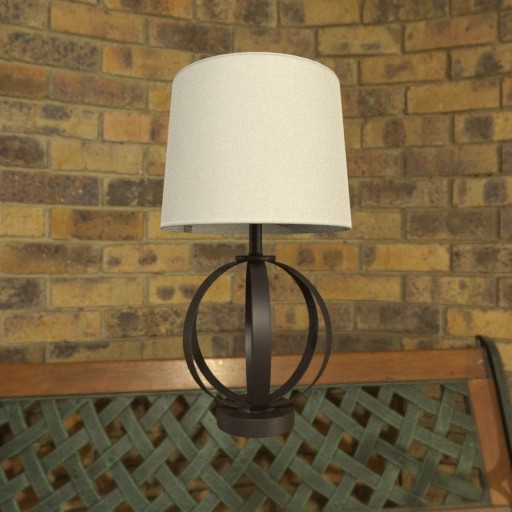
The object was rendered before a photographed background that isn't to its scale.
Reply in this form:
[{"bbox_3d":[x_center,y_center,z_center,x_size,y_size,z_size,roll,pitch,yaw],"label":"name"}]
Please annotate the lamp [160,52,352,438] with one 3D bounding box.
[{"bbox_3d":[0.000,0.000,0.680,0.286,0.510,0.286,0,0,0],"label":"lamp"}]
